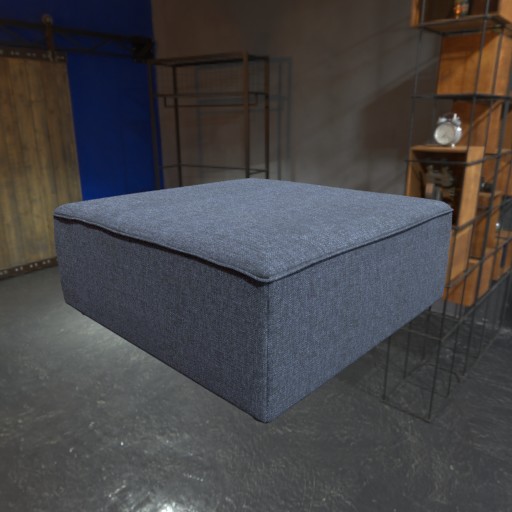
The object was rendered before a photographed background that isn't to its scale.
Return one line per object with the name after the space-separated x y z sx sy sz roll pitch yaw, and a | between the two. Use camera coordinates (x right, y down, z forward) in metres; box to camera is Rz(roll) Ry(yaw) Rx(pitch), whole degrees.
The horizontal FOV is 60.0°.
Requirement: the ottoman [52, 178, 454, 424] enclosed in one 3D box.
0.000 0.000 1.593 1.017 0.423 1.023 16 23 41 | ottoman
